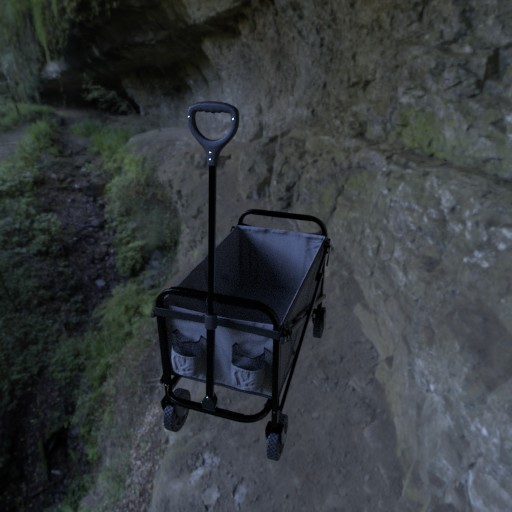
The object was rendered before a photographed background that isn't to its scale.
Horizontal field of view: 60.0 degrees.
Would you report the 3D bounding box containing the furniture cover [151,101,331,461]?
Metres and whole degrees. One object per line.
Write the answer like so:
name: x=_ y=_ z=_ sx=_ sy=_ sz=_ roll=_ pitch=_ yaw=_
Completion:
furniture cover: x=0.000 y=0.000 z=1.826 sx=0.532 sy=1.295 sz=1.038 roll=8 pitch=27 yaw=17
